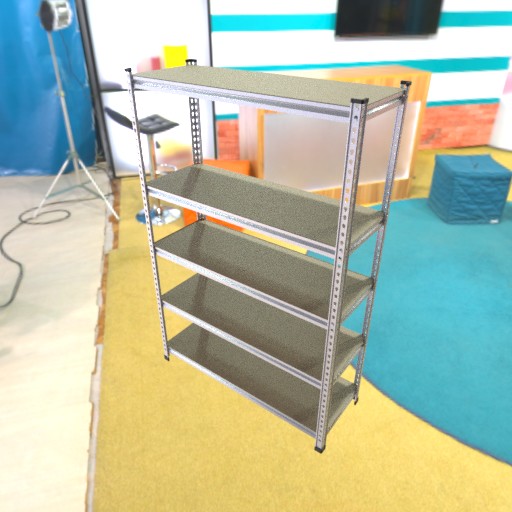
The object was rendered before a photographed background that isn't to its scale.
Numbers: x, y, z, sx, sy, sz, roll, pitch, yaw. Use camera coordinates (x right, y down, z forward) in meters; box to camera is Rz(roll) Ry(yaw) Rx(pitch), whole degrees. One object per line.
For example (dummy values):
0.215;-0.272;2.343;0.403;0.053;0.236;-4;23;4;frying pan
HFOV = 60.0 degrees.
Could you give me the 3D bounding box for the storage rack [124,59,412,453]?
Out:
0.000;0.000;2.387;1.219;1.829;0.457;21;36;31;storage rack
